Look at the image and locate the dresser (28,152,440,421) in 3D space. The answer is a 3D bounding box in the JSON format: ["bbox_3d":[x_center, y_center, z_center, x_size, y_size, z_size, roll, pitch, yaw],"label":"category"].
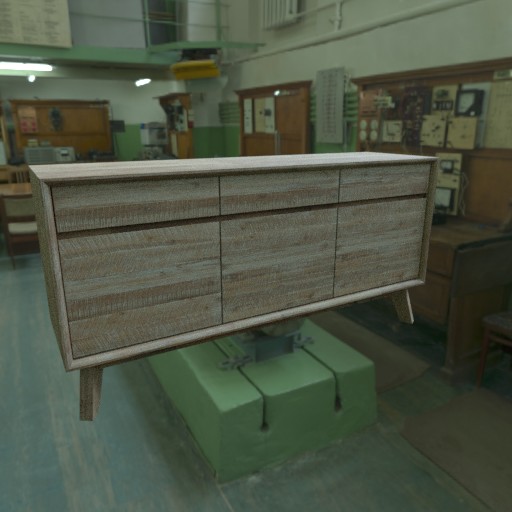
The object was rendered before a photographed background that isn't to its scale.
[{"bbox_3d":[0.000,0.000,1.875,1.602,0.788,0.455,-9,19,-28],"label":"dresser"}]
